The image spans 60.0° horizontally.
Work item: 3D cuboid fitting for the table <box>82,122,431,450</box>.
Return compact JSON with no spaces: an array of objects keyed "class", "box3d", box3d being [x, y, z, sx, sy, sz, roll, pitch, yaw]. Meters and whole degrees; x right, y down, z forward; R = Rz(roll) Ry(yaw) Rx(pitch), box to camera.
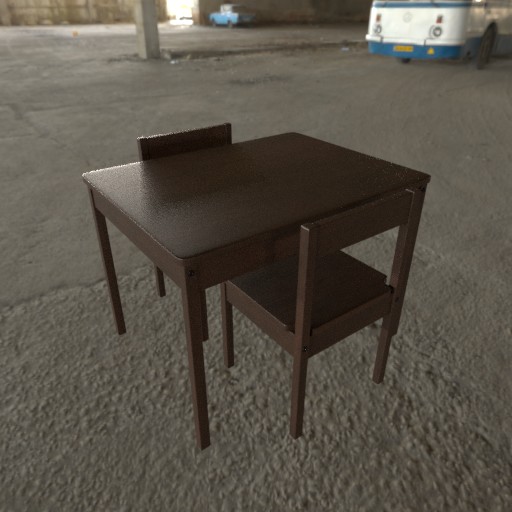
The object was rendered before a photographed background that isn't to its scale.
[{"class":"table","box3d":[0.000,0.000,1.126,0.650,0.503,0.672,-20,36,-31]}]
